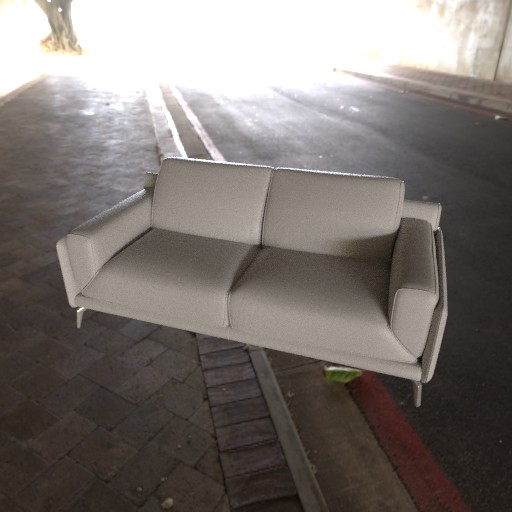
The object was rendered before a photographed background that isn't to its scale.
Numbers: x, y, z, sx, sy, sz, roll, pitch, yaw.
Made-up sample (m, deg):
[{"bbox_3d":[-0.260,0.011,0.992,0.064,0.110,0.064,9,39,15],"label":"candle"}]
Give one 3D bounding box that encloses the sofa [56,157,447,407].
[{"bbox_3d":[0.000,0.000,2.652,2.101,0.930,1.049,9,29,16],"label":"sofa"}]
